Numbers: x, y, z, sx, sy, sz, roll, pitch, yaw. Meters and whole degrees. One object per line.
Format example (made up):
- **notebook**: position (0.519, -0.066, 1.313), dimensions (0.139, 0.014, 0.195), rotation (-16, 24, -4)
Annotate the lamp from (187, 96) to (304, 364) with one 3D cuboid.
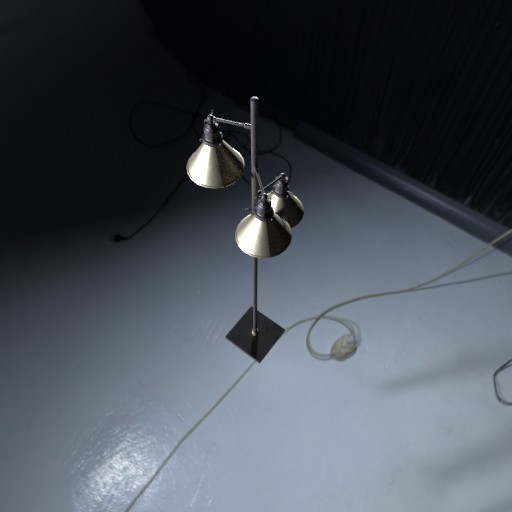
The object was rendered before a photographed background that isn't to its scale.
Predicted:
- **lamp**: position (0.000, 0.000, 1.952), dimensions (0.428, 1.716, 0.415), rotation (33, 64, 18)
